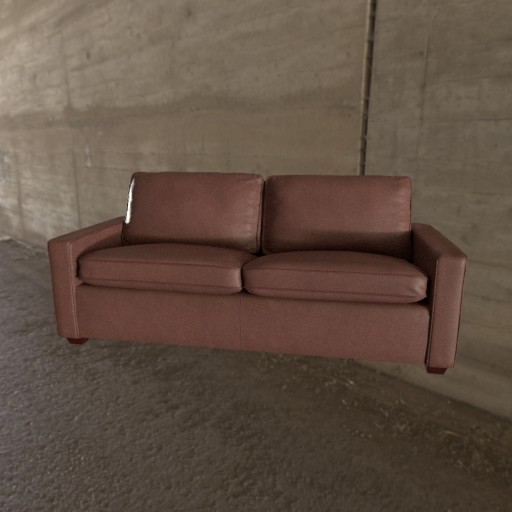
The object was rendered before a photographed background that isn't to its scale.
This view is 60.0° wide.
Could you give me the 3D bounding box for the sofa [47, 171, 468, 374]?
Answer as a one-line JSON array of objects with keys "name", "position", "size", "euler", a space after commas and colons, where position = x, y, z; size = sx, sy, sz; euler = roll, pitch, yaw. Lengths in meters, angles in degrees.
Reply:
[{"name": "sofa", "position": [0.000, 0.000, 2.563], "size": [2.080, 0.919, 0.940], "euler": [2, 14, 10]}]
